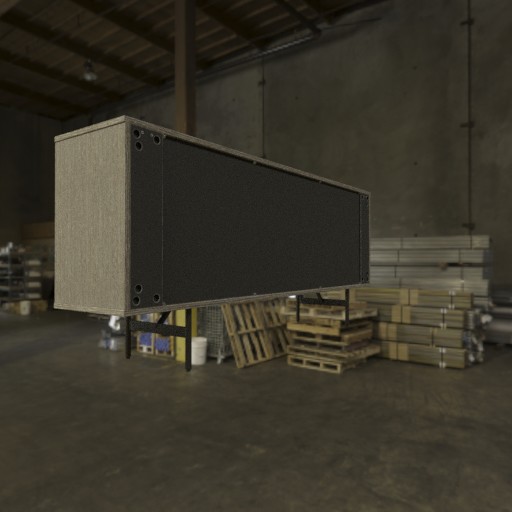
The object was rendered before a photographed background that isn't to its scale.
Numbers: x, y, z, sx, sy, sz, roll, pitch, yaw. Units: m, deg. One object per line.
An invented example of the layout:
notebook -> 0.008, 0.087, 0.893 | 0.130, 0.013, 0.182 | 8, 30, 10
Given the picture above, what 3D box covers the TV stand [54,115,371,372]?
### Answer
TV stand -> 0.000, 0.000, 2.102 | 0.405, 0.787, 1.804 | 0, -1, 37
